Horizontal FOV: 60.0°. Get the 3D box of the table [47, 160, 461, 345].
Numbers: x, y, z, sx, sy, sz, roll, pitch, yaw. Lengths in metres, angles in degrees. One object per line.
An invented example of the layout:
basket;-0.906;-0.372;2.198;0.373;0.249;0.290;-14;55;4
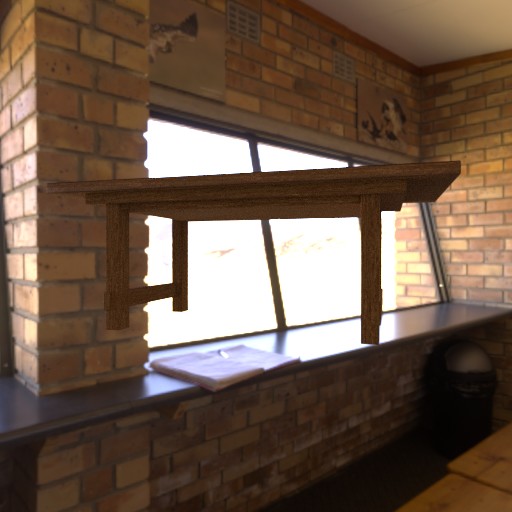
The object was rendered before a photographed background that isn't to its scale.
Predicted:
table;0.000;0.000;2.506;1.982;0.762;1.000;0;0;17
